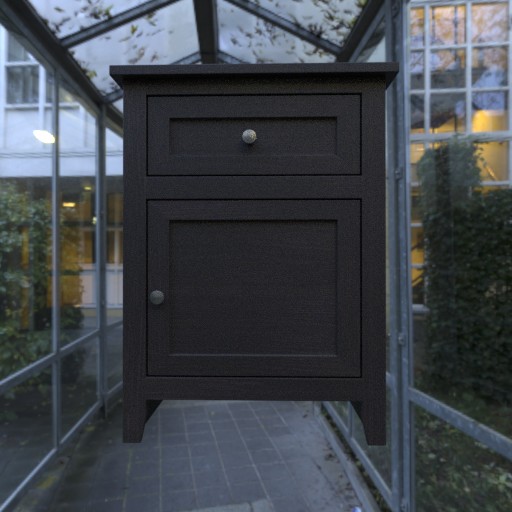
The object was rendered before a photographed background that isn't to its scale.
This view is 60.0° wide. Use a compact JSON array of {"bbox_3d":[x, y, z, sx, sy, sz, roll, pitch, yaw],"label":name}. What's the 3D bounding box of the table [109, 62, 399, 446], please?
[{"bbox_3d":[0.000,0.000,0.921,0.480,0.635,0.381,0,0,1],"label":"table"}]
